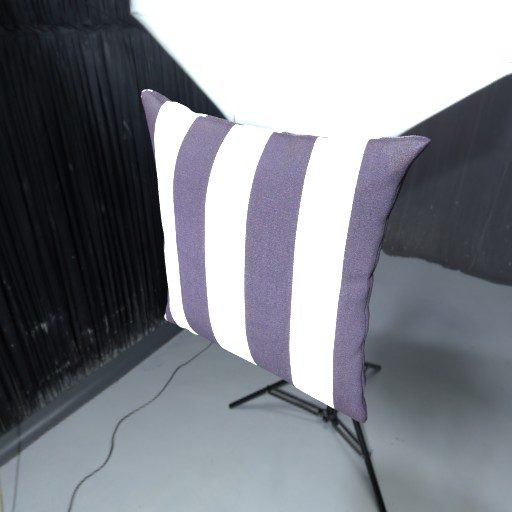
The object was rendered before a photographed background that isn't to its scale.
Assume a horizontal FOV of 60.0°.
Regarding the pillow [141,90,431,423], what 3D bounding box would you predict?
[{"bbox_3d":[0.000,0.000,0.808,0.536,0.526,0.189,20,36,31],"label":"pillow"}]
